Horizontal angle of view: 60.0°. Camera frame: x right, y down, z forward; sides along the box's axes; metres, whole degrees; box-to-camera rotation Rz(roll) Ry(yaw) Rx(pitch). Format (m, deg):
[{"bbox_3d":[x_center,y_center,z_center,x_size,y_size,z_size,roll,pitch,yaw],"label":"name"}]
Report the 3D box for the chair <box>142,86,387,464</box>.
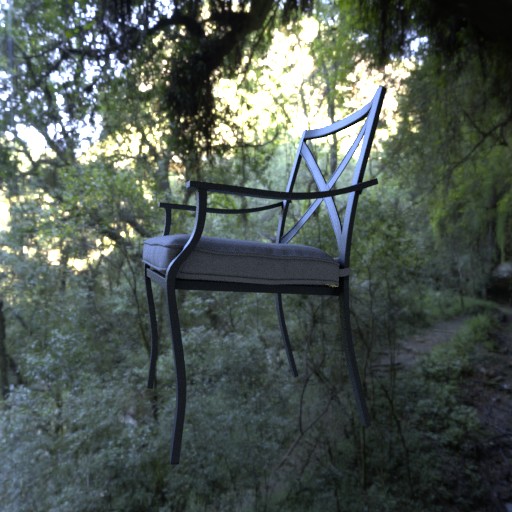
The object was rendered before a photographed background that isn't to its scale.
[{"bbox_3d":[0.000,0.000,1.303,0.620,0.889,0.575,-1,2,-19],"label":"chair"}]
